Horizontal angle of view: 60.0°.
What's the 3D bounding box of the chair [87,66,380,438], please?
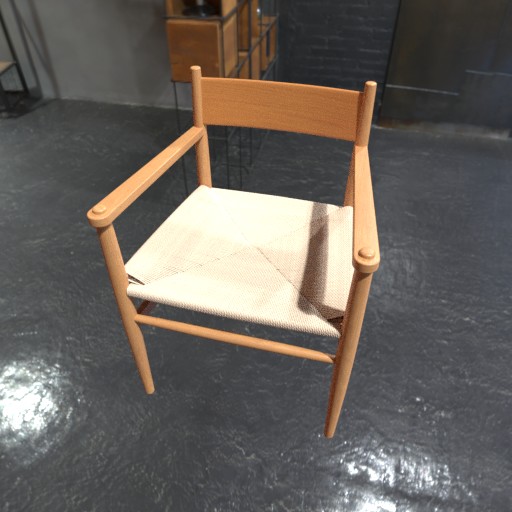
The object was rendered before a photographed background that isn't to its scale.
[{"bbox_3d":[0.000,0.000,1.131,0.556,0.762,0.495,10,42,11],"label":"chair"}]
